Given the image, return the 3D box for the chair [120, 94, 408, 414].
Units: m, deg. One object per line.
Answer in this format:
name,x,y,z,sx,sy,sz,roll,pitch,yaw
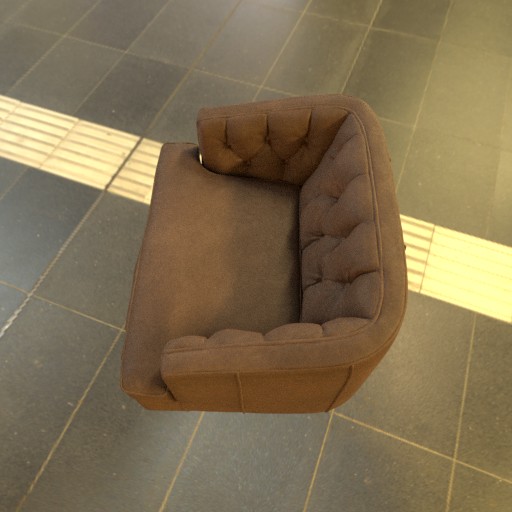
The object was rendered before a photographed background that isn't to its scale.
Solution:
chair,0.000,0.000,1.729,0.914,0.787,1.118,1,59,1
